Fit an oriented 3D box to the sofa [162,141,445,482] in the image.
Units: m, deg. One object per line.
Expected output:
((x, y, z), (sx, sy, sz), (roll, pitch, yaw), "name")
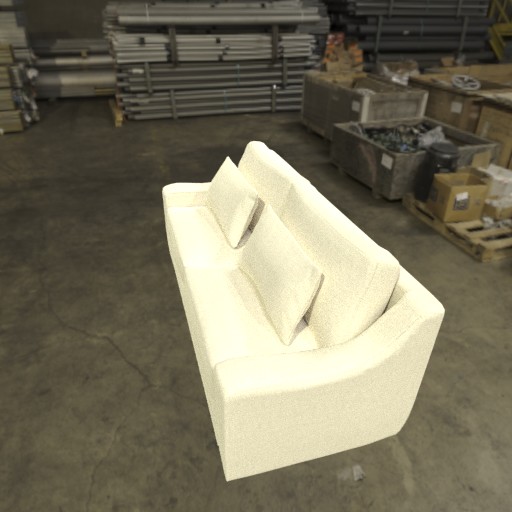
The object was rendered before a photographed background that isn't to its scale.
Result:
((0.000, 0.000, 2.955), (1.009, 1.022, 2.470), (-8, 31, -14), "sofa")
